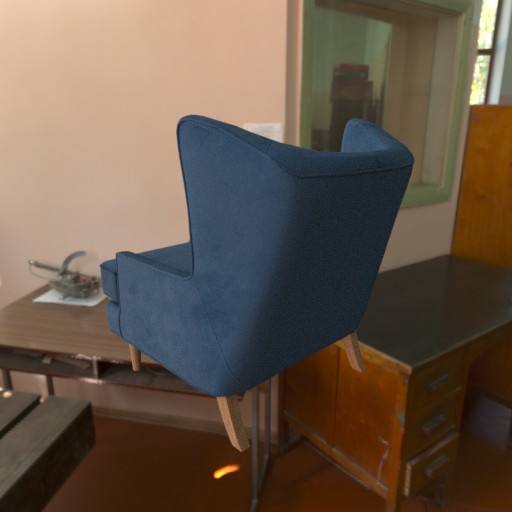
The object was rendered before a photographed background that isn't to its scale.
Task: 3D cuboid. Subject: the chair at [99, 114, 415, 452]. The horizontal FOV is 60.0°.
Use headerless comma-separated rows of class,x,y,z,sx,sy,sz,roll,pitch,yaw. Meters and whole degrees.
chair,0.000,0.000,1.593,0.793,0.952,0.910,-15,22,-42
